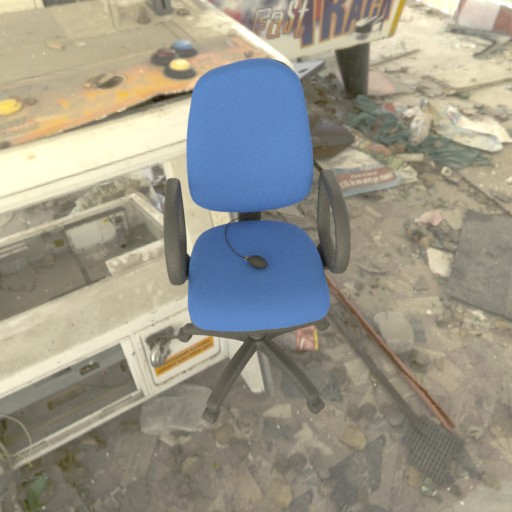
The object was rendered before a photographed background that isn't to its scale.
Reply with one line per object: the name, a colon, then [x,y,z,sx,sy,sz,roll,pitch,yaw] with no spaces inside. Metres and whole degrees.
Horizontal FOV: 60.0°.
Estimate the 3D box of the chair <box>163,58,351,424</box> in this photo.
chair: [0.000,0.000,1.243,0.552,0.905,0.549,-4,45,-4]
